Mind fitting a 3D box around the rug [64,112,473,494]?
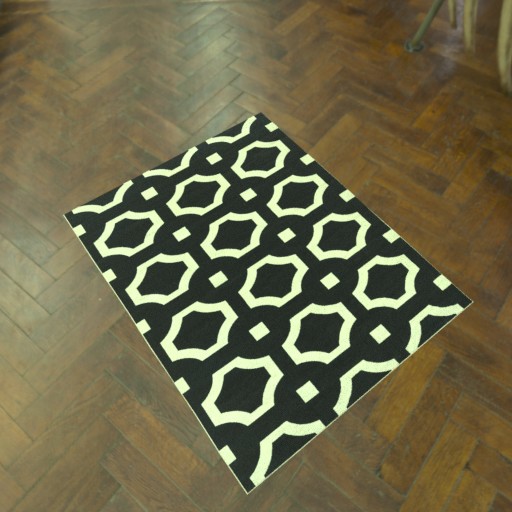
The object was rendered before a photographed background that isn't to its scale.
[{"bbox_3d":[0.000,0.000,4.119,2.466,0.021,3.049,-33,64,-18],"label":"rug"}]
